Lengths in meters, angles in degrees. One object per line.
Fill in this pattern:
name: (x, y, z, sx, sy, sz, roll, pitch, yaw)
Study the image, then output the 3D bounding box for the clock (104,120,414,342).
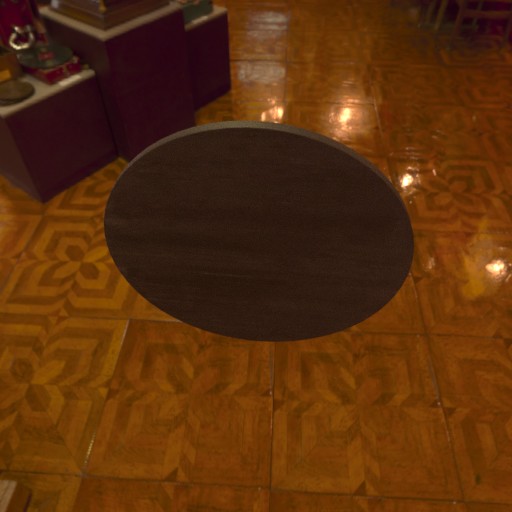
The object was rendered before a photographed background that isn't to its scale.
clock: (0.000, 0.000, 0.884, 0.595, 0.595, 0.029, 4, 48, 4)
